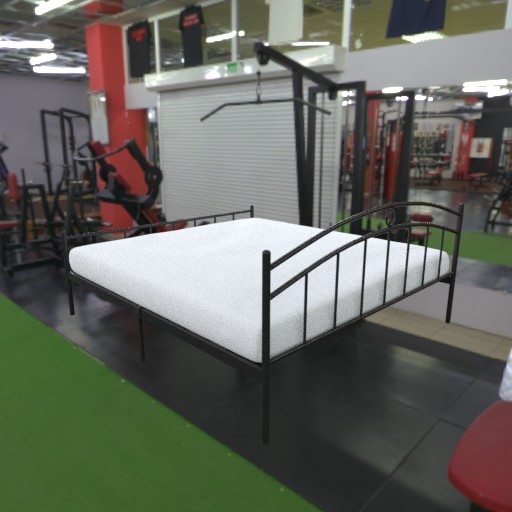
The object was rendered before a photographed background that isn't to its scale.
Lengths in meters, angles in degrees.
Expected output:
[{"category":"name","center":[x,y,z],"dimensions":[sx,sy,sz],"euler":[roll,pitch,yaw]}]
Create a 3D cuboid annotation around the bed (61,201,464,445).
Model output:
[{"category":"bed","center":[0.000,0.000,3.102],"dimensions":[1.880,0.940,2.040],"euler":[-14,20,-42]}]
